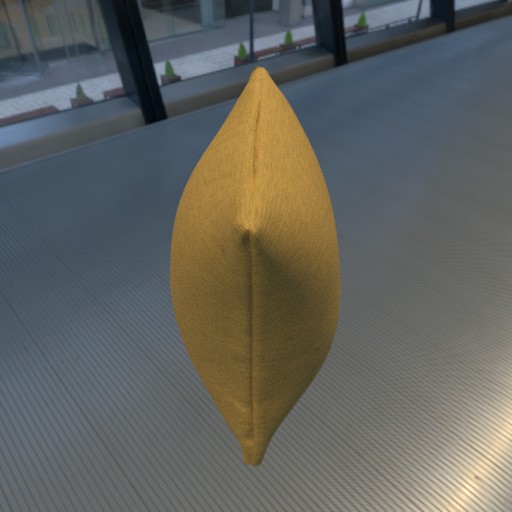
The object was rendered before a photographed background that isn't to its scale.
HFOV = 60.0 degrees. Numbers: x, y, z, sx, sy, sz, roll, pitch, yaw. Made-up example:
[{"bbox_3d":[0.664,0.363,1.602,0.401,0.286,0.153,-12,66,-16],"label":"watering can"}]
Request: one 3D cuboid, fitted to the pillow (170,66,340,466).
[{"bbox_3d":[0.000,0.000,0.655,0.247,0.417,0.435,1,40,1],"label":"pillow"}]
